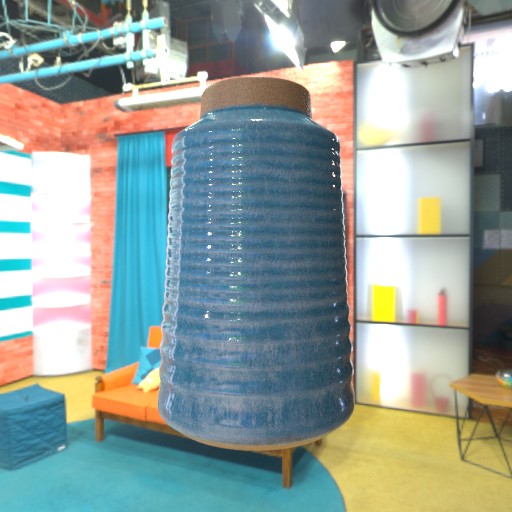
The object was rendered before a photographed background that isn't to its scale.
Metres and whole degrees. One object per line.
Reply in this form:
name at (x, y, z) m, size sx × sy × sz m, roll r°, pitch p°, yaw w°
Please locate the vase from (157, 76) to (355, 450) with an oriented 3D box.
vase at (0.000, 0.000, 0.373) m, size 0.163 × 0.267 × 0.163 m, roll 0°, pitch 1°, yaw 0°
